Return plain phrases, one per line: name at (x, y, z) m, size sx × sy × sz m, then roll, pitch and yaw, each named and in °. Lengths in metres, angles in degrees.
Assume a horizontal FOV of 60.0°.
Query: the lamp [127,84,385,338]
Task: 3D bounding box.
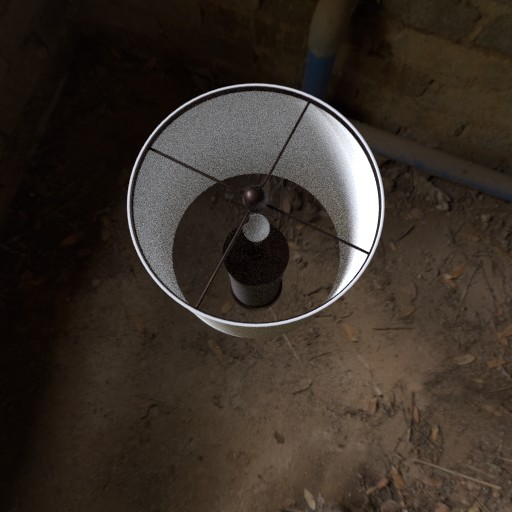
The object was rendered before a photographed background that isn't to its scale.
lamp at (0.000, 0.000, 0.811) m, size 0.301 × 0.630 × 0.301 m, roll -17°, pitch 77°, yaw -4°
